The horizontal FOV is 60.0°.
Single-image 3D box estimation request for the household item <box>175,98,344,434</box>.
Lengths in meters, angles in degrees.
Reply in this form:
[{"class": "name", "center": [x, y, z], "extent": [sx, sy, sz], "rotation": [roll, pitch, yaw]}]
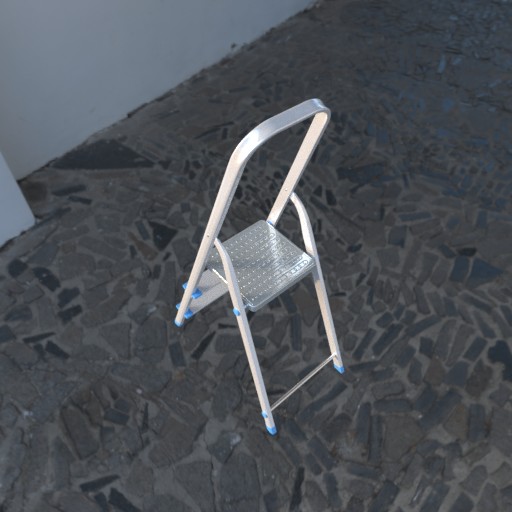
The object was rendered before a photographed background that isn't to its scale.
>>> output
[{"class": "household item", "center": [0.000, 0.000, 1.528], "extent": [0.420, 1.215, 0.687], "rotation": [-33, 57, -25]}]
